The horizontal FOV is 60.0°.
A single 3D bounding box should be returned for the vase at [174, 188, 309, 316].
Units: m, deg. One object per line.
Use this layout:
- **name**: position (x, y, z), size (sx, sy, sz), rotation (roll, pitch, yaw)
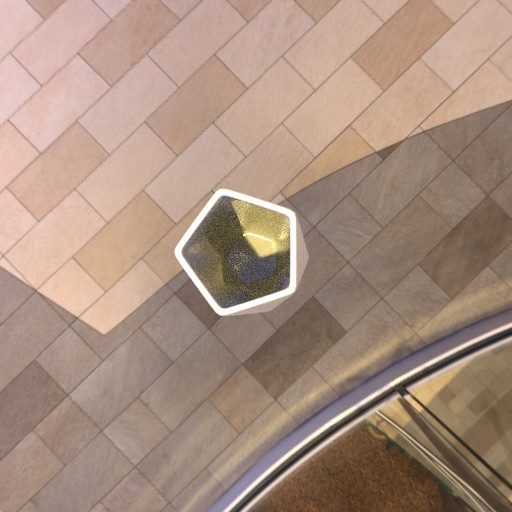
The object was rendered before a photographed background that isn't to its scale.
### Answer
- **vase**: position (0.000, 0.000, 0.398), size (0.116, 0.329, 0.122), rotation (0, 89, 1)
